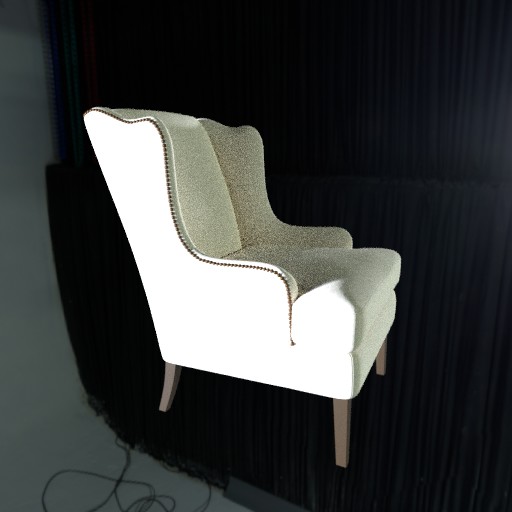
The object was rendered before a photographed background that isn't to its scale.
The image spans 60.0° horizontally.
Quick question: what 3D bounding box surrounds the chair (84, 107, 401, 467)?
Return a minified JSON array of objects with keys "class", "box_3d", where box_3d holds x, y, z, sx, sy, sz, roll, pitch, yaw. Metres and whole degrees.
[{"class":"chair","box_3d":[0.000,0.000,1.616,0.940,1.029,0.737,7,15,25]}]
